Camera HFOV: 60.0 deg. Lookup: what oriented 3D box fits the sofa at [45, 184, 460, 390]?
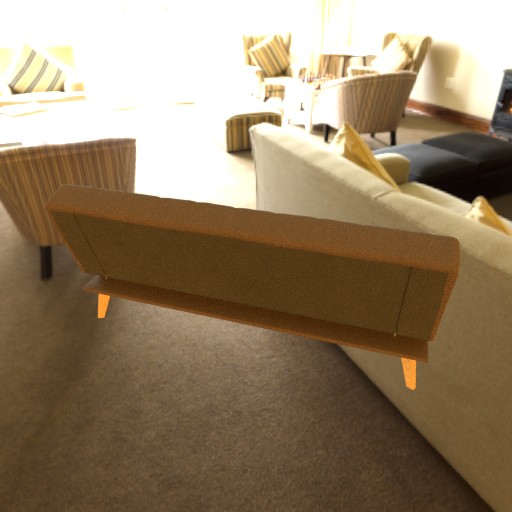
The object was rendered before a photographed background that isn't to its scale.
[{"bbox_3d":[0.000,0.000,2.323,1.800,0.810,0.860,9,32,15],"label":"sofa"}]
